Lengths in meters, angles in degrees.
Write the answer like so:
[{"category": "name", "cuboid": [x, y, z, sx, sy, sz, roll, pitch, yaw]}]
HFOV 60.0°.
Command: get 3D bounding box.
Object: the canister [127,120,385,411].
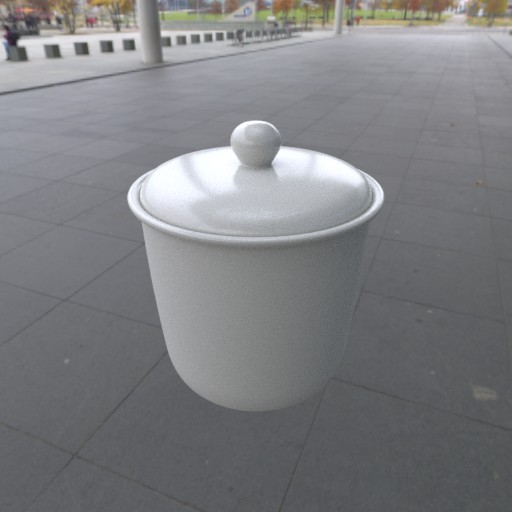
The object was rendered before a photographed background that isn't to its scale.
[{"category": "canister", "cuboid": [0.000, 0.000, 0.351, 0.182, 0.208, 0.182, 0, 29, 0]}]
